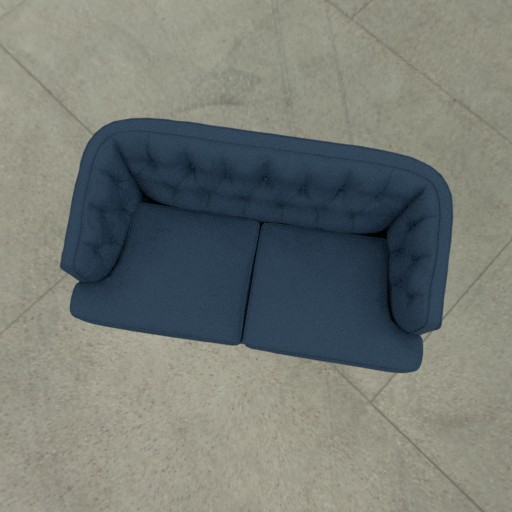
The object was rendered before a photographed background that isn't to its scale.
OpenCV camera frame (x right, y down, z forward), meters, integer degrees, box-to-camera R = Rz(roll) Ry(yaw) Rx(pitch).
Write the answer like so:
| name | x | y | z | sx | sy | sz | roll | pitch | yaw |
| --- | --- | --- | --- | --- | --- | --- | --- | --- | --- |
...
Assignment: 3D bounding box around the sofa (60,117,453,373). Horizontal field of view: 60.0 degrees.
| name | x | y | z | sx | sy | sz | roll | pitch | yaw |
| --- | --- | --- | --- | --- | --- | --- | --- | --- | --- |
| sofa | 0.000 | 0.000 | 2.272 | 1.733 | 0.854 | 0.941 | 9 | 75 | 2 |
